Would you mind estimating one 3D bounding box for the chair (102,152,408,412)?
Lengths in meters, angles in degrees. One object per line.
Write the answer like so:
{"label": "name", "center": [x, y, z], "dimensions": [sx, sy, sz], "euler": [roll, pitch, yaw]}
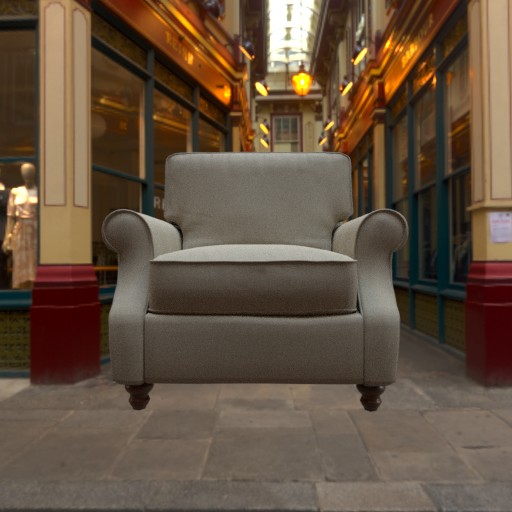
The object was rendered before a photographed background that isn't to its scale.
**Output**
{"label": "chair", "center": [0.000, 0.000, 1.785], "dimensions": [1.029, 0.967, 0.966], "euler": [0, 0, 1]}
